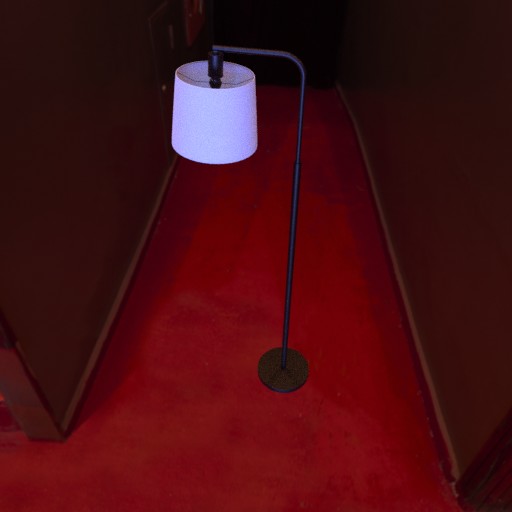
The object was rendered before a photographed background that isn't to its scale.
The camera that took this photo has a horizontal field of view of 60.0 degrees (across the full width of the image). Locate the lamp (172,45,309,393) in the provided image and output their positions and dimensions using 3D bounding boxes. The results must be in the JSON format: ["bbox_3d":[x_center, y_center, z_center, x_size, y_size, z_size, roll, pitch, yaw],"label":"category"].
[{"bbox_3d":[0.000,0.000,1.654,0.508,1.478,0.254,1,42,1],"label":"lamp"}]
